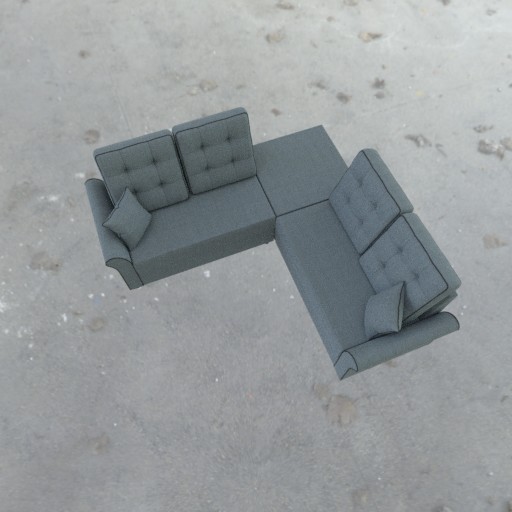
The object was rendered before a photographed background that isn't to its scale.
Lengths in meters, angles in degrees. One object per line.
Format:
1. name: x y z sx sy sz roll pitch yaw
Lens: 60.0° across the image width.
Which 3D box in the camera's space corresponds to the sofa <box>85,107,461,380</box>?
1. sofa: 0.000 0.000 3.263 2.068 0.988 2.070 -19 64 -10
